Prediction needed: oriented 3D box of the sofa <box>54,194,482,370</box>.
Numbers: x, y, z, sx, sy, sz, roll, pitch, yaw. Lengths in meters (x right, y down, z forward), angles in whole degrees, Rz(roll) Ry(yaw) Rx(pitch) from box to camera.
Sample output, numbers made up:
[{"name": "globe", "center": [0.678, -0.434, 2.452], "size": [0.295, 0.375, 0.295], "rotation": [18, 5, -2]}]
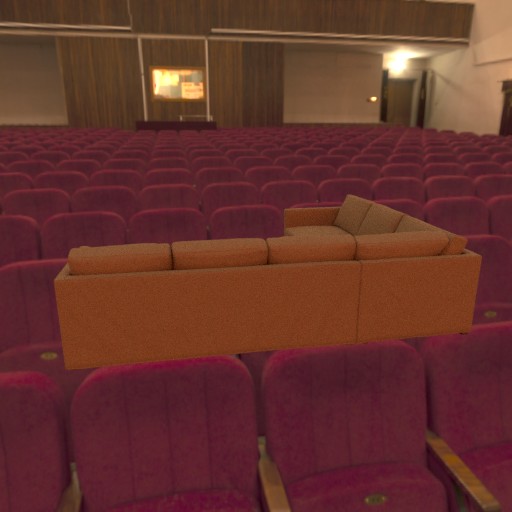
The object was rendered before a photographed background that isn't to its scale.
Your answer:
[{"name": "sofa", "center": [0.000, 0.000, 4.392], "size": [3.182, 0.871, 2.432], "rotation": [-3, 16, -10]}]
